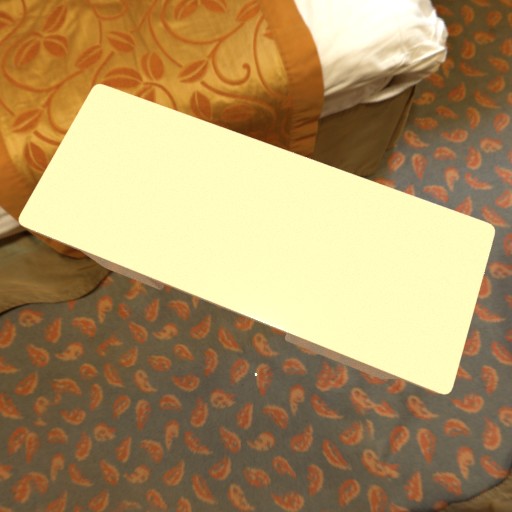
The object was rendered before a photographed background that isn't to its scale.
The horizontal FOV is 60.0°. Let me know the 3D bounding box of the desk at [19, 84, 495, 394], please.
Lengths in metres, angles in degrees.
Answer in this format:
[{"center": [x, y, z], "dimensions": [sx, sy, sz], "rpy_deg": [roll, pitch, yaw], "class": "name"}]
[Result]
[{"center": [0.000, 0.000, 1.751], "dimensions": [1.400, 0.762, 0.550], "rpy_deg": [21, 76, 6], "class": "desk"}]
